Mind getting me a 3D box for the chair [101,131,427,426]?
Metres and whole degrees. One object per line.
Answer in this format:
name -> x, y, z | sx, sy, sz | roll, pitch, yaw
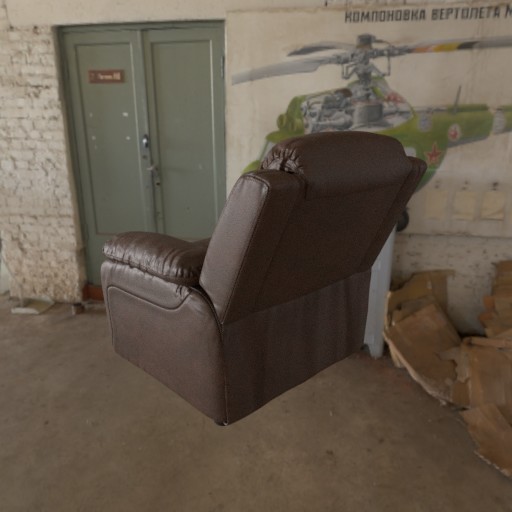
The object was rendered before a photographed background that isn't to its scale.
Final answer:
chair -> 0.000, 0.000, 1.279 | 0.680, 0.702, 0.707 | -15, 23, -41
